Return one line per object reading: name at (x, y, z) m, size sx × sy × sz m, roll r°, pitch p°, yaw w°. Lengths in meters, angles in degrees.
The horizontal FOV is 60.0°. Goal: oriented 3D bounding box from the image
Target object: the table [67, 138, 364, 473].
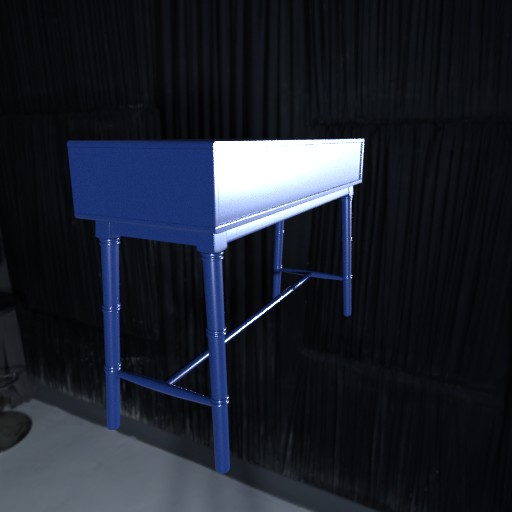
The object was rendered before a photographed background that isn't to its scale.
table at (0.000, 0.000, 1.470) m, size 0.399 × 0.749 × 1.118 m, roll 8°, pitch 17°, yaw 26°
